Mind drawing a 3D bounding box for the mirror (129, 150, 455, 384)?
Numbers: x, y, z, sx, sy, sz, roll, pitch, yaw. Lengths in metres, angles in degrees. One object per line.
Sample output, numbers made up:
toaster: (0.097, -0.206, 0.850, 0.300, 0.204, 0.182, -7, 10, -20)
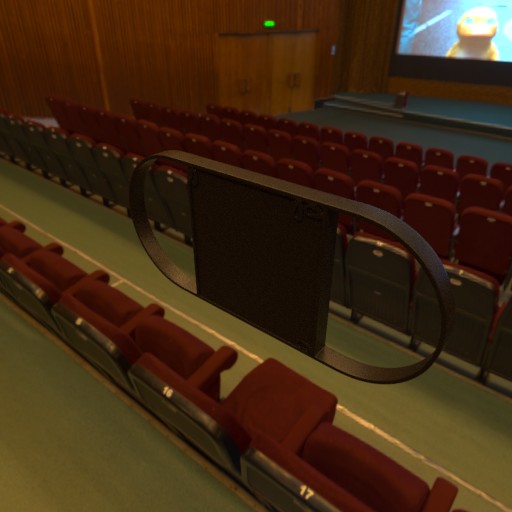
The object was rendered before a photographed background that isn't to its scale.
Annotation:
mirror: (0.000, 0.000, 0.679, 0.584, 0.254, 0.032, 23, 38, 33)
